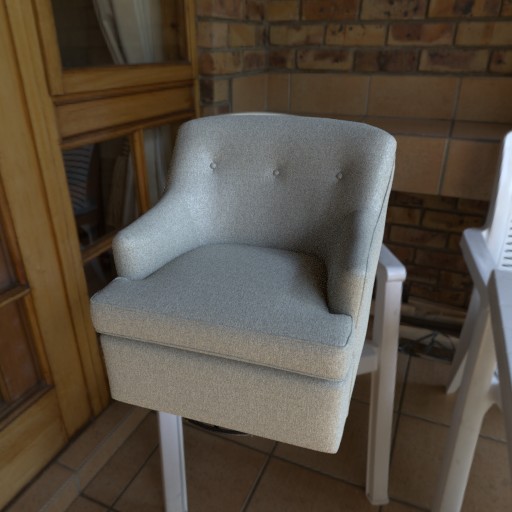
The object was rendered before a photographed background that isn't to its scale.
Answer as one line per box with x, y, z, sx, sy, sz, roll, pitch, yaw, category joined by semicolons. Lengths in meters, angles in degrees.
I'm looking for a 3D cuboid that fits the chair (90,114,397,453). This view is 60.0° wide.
0.000;0.000;1.586;0.864;0.856;0.923;8;27;16;chair
